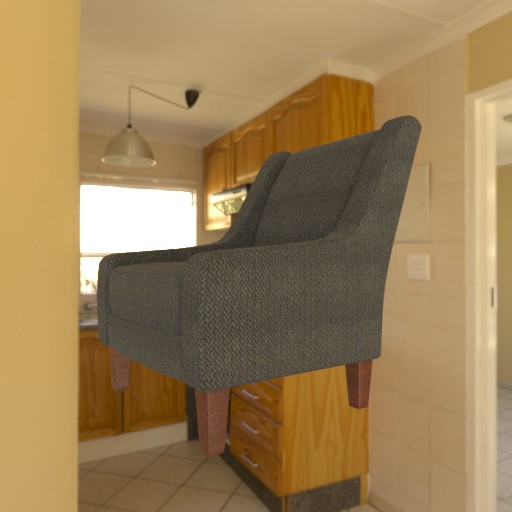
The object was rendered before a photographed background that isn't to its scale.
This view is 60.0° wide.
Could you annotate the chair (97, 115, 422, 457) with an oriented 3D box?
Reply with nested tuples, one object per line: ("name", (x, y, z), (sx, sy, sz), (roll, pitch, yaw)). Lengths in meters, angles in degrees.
("chair", (0.000, 0.000, 1.642), (0.944, 1.012, 0.793), (0, 0, -37))
